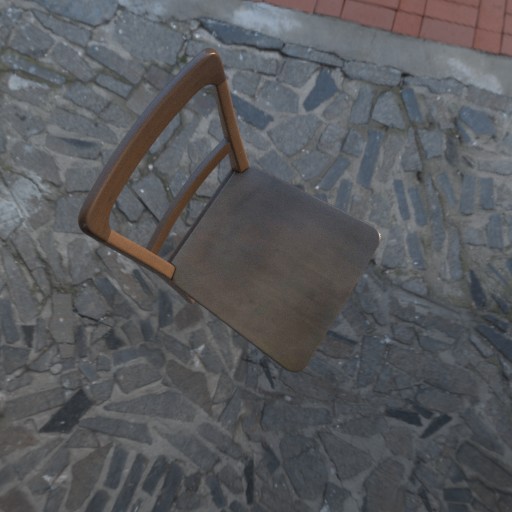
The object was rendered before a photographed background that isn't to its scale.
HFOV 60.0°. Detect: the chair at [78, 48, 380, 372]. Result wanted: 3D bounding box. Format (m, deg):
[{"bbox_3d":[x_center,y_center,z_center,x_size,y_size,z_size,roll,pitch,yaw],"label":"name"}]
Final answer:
[{"bbox_3d":[0.000,0.000,1.276,0.546,0.991,0.450,32,79,7],"label":"chair"}]
